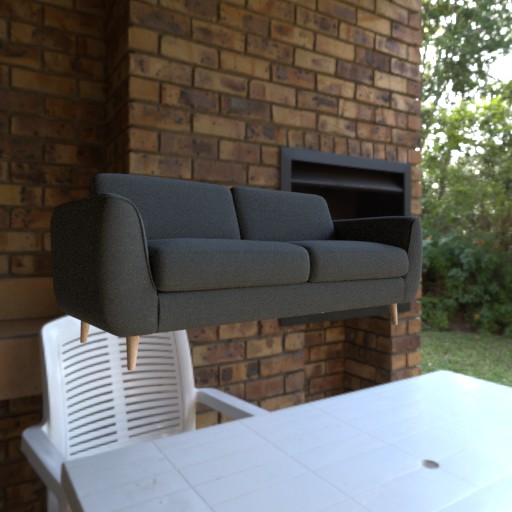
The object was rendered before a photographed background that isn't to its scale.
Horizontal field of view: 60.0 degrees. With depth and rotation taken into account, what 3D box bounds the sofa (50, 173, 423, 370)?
[{"bbox_3d":[0.000,0.000,2.463,2.000,0.850,0.920,-1,1,-37],"label":"sofa"}]
